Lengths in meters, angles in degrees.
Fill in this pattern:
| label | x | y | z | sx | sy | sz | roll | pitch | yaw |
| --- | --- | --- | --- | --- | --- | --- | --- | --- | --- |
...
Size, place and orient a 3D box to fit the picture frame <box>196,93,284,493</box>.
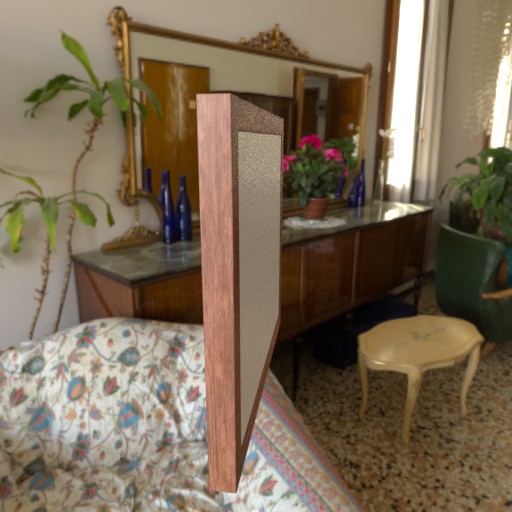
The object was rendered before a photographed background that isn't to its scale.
| label | x | y | z | sx | sy | sz | roll | pitch | yaw |
| --- | --- | --- | --- | --- | --- | --- | --- | --- | --- |
| picture frame | 0.000 | 0.000 | 0.530 | 0.025 | 0.330 | 0.381 | 2 | 15 | 9 |
